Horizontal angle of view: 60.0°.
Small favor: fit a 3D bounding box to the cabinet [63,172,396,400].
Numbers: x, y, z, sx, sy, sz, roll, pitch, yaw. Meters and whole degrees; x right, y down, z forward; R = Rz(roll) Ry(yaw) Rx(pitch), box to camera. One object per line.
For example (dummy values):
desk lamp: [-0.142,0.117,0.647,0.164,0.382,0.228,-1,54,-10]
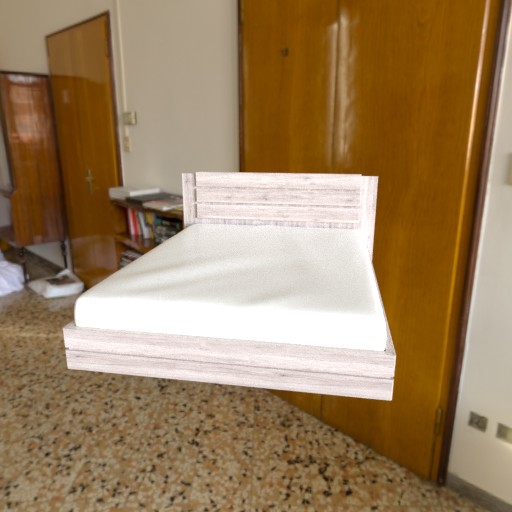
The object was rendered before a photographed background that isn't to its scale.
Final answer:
cabinet: [0.000,0.000,3.090,1.750,0.970,2.080,3,16,10]
